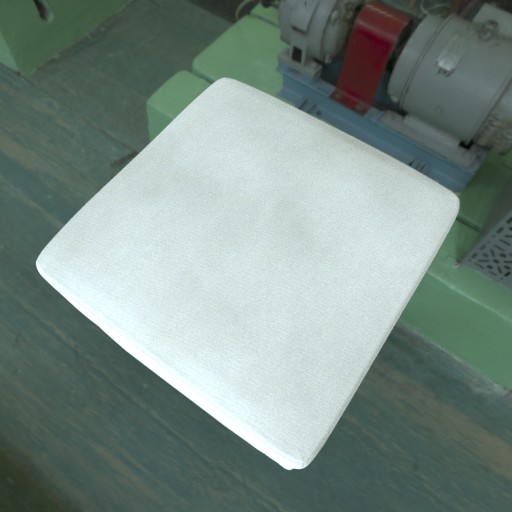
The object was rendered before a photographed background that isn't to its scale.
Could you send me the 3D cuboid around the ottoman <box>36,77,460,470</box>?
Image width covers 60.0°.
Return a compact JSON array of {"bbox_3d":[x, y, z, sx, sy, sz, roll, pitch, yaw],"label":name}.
[{"bbox_3d":[0.000,0.000,1.303,0.843,0.441,0.842,32,68,15],"label":"ottoman"}]
